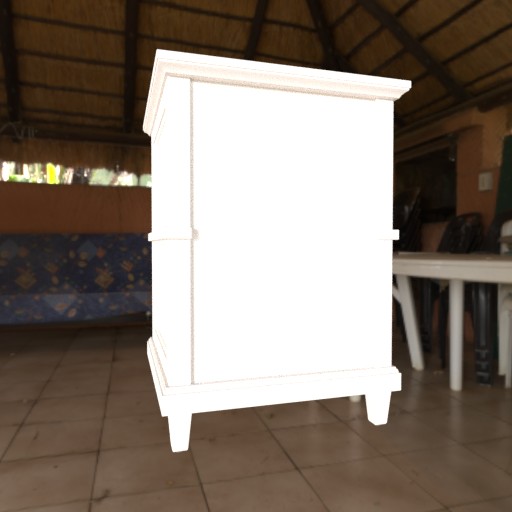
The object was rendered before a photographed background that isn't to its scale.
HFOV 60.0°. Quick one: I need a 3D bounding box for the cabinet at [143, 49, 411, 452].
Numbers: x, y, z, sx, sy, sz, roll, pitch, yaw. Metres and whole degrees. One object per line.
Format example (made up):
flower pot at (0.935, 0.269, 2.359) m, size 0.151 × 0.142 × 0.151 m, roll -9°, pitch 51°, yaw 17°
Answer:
cabinet at (0.000, 0.000, 1.160) m, size 0.544 × 0.775 × 0.547 m, roll 0°, pitch 1°, yaw -17°
